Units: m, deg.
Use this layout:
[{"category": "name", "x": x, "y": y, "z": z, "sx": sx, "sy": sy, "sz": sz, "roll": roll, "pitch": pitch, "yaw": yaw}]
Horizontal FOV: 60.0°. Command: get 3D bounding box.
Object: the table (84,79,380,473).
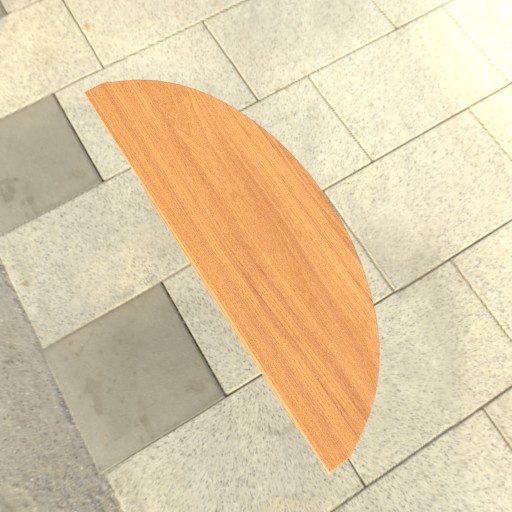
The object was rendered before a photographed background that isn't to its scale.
[{"category": "table", "x": 0.000, "y": 0.000, "z": 1.500, "sx": 0.394, "sy": 0.692, "sz": 1.198, "roll": -32, "pitch": 77, "yaw": -8}]
